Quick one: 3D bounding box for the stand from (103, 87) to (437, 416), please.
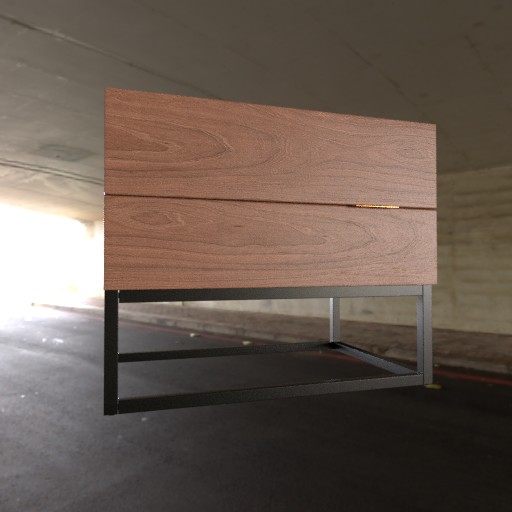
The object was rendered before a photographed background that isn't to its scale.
[{"bbox_3d":[0.000,0.000,0.940,0.600,0.500,0.420,0,-1,-17],"label":"stand"}]
